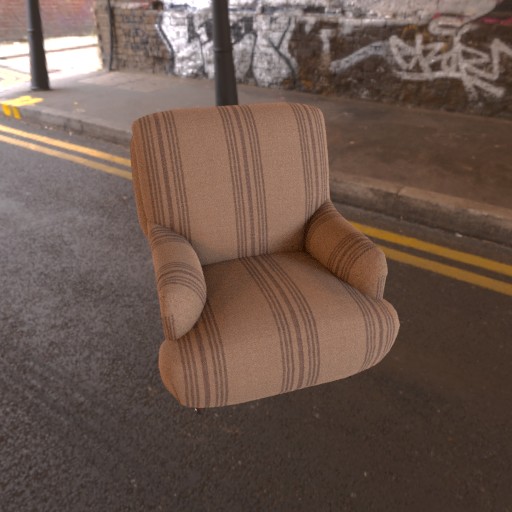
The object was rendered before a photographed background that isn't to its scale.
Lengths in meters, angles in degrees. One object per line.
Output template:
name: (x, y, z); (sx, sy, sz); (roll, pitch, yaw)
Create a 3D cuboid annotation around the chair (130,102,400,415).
chair: (0.000, 0.000, 1.641); (0.813, 0.940, 0.914); (-9, 32, -15)
